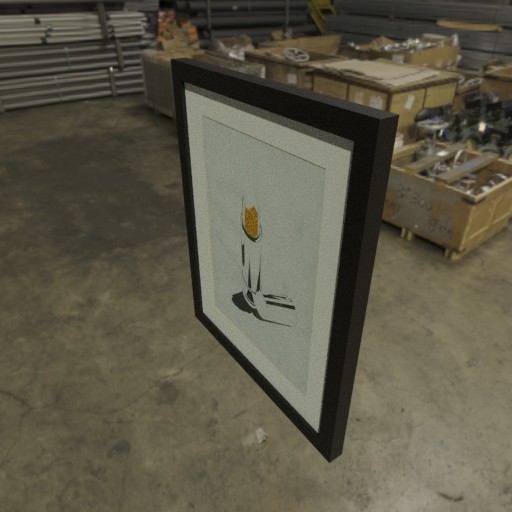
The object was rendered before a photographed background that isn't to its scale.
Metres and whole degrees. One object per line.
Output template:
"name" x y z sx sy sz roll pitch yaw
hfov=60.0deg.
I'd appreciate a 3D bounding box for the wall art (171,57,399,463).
"wall art" 0.000 0.000 0.743 0.029 0.559 0.457 -21 38 -29
